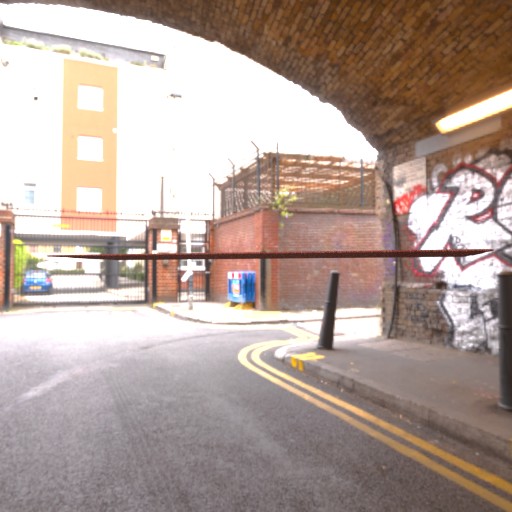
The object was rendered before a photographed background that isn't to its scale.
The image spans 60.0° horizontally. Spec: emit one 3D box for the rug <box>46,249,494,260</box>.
[{"bbox_3d":[0.000,0.000,2.524,2.307,0.012,0.687,-1,-2,17],"label":"rug"}]
